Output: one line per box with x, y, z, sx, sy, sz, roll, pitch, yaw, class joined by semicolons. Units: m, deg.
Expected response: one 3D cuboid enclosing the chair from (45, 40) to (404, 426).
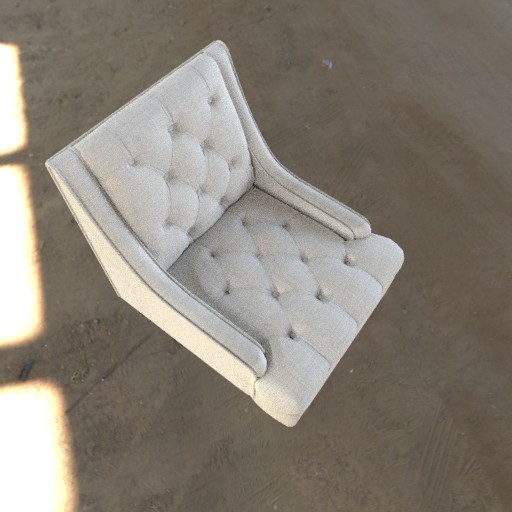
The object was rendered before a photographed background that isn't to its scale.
0.000;0.000;1.404;0.772;0.891;0.658;32;63;19;chair
